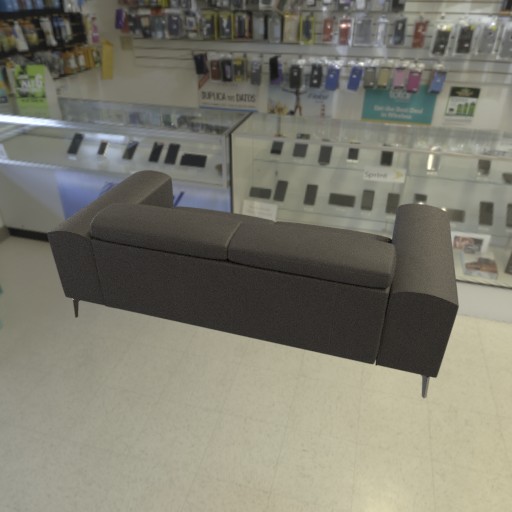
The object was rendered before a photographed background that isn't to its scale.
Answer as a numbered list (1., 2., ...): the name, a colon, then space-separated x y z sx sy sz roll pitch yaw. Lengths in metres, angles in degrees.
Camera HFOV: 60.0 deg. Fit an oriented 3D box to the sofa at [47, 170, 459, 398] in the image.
1. sofa: 0.000 0.000 2.885 2.330 0.814 1.048 10 33 15
